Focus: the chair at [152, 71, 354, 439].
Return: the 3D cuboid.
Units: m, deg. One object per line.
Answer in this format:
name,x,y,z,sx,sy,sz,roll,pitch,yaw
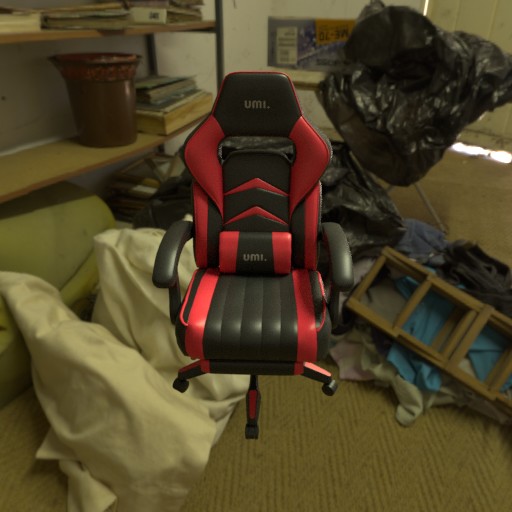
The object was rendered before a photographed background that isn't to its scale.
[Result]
chair,0.000,0.000,1.666,0.700,1.220,0.700,1,30,2
